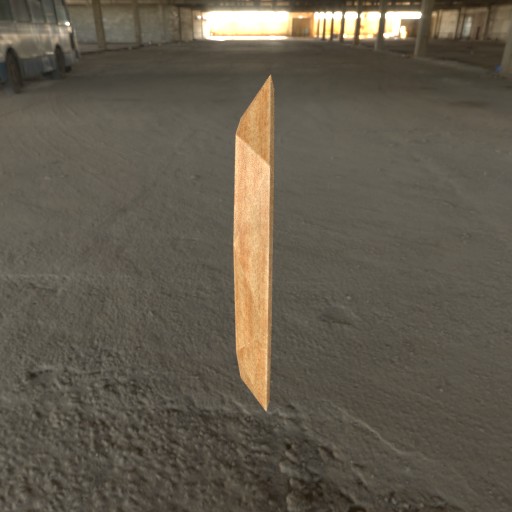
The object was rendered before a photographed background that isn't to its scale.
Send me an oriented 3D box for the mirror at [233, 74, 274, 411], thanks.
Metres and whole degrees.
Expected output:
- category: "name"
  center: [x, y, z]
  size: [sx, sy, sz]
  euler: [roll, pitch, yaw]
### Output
- category: "mirror"
  center: [0.000, 0.000, 1.016]
  size: [0.070, 0.774, 0.577]
  euler: [1, 27, 1]
